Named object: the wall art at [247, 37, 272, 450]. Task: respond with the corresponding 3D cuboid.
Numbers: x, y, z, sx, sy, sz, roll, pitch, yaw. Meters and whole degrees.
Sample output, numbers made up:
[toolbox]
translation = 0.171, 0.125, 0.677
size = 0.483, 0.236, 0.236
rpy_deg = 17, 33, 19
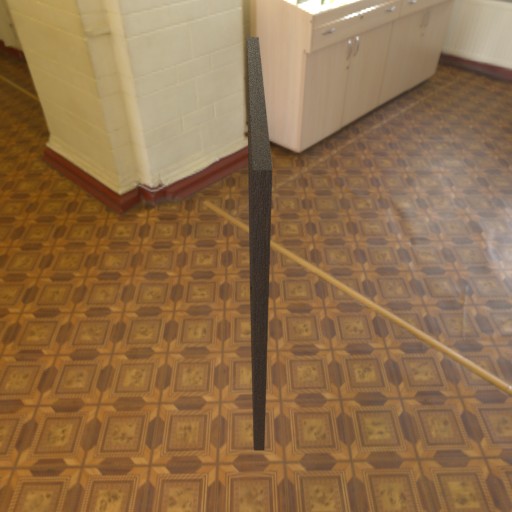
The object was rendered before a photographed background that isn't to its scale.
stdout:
[wall art]
translation = 0.000, 0.000, 0.668
size = 0.017, 0.513, 0.359
rpy_deg = -1, 42, -1
